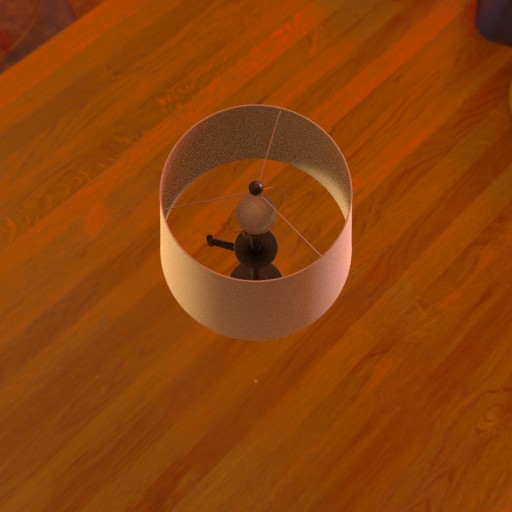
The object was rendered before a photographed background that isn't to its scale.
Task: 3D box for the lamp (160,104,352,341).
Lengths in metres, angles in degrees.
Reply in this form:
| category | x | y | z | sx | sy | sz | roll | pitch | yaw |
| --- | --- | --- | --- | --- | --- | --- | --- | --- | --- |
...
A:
| category | x | y | z | sx | sy | sz | roll | pitch | yaw |
| --- | --- | --- | --- | --- | --- | --- | --- | --- | --- |
| lamp | 0.000 | 0.000 | 0.924 | 0.363 | 0.696 | 0.363 | 0 | 74 | 0 |
